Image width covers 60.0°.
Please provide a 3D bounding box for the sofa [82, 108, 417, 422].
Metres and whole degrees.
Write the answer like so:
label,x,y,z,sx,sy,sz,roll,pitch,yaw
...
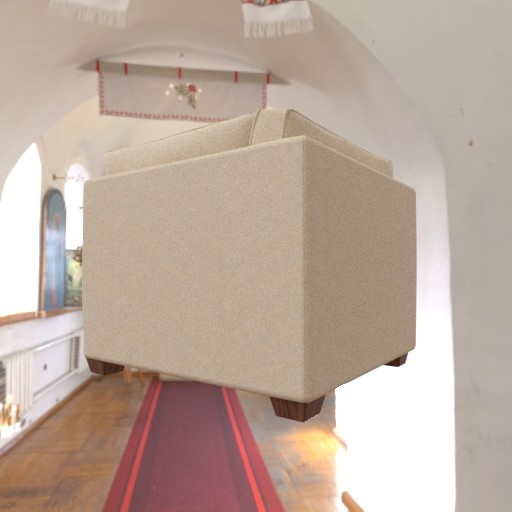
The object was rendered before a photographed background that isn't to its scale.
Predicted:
label,x,y,z,sx,sy,sz,roll,pitch,yaw
sofa,0.000,0.000,2.011,1.146,1.002,1.084,-1,-2,36
